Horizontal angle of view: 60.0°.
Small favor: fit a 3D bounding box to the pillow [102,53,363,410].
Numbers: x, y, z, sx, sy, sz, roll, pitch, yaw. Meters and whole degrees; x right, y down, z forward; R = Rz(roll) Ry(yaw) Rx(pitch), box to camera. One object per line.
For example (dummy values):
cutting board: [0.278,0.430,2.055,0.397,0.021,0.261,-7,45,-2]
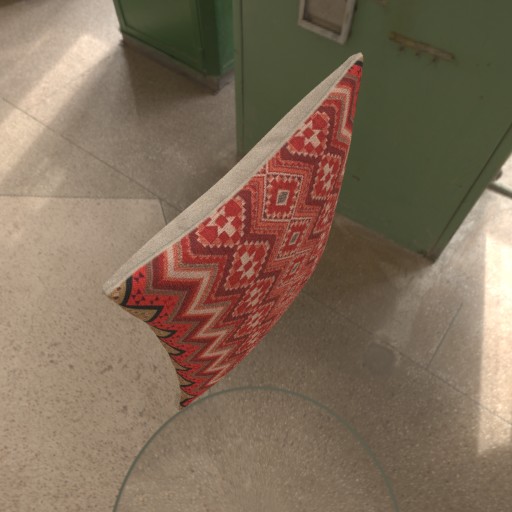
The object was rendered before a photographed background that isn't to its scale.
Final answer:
pillow: [0.000,0.000,0.777,0.158,0.511,0.513,33,64,19]
